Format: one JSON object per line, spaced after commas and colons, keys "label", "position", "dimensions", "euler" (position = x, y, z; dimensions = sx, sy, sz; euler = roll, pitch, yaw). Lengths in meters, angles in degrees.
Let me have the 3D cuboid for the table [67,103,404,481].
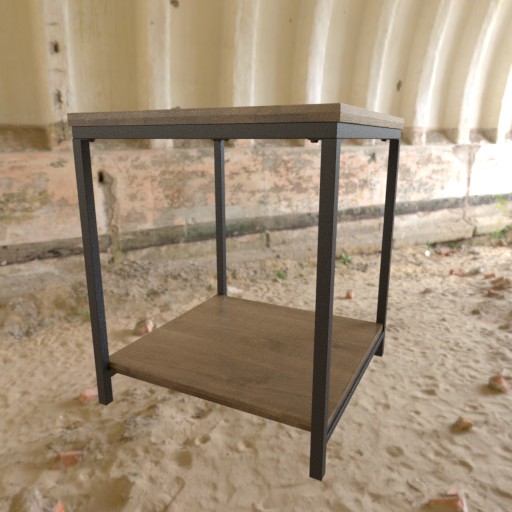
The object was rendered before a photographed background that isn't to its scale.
{"label": "table", "position": [0.000, 0.000, 0.978], "dimensions": [0.503, 0.589, 0.507], "euler": [7, 16, 26]}
